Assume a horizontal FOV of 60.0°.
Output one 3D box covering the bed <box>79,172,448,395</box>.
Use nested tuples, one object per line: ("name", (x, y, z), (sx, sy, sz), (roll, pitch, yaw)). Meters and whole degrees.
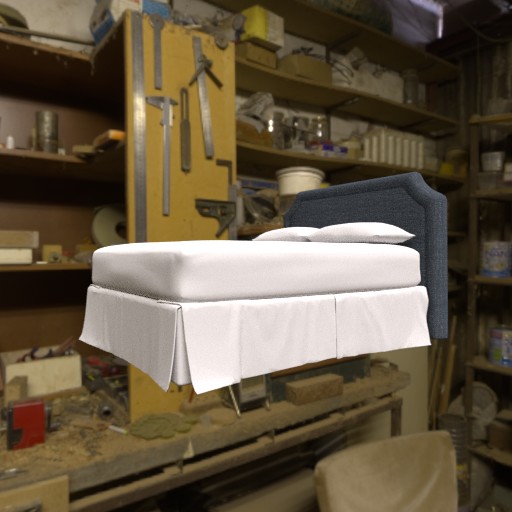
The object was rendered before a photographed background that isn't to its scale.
("bed", (0.000, 0.000, 3.375), (2.208, 1.297, 1.828), (0, 0, -35))
